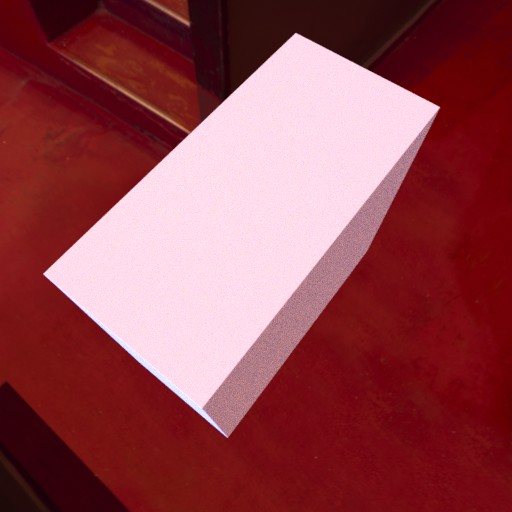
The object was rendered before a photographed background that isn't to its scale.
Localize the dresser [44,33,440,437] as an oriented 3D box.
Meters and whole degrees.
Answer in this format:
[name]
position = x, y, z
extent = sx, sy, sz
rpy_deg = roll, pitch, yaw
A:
[dresser]
position = 0.000, 0.000, 1.258
extent = 0.420, 0.740, 0.830
rpy_deg = 35, 69, 15
